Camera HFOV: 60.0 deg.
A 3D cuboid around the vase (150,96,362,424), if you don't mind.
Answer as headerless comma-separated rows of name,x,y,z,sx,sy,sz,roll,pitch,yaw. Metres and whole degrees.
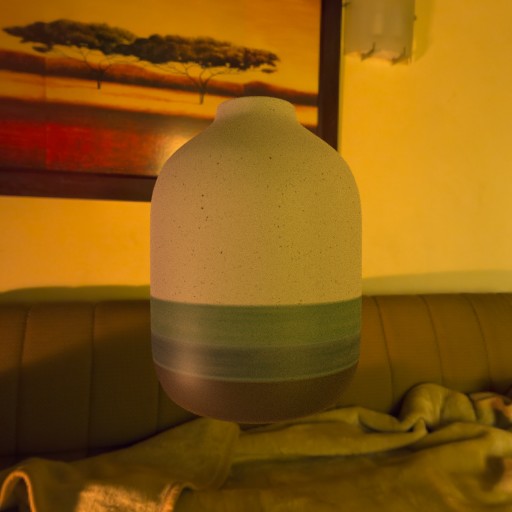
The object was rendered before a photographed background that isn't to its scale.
vase,0.000,0.000,0.364,0.169,0.240,0.169,0,1,0
